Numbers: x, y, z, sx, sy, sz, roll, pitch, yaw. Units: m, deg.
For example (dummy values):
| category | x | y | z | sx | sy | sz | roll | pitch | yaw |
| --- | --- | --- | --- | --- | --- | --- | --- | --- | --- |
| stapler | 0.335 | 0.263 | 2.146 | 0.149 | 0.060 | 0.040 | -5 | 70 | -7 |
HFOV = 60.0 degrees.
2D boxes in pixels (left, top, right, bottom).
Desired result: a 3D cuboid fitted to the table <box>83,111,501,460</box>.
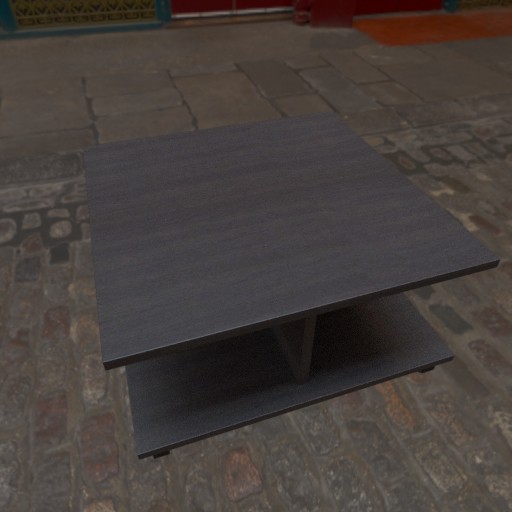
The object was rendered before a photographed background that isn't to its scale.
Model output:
| category | x | y | z | sx | sy | sz | roll | pitch | yaw |
| --- | --- | --- | --- | --- | --- | --- | --- | --- | --- |
| table | 0.000 | 0.000 | 1.183 | 0.762 | 0.396 | 0.762 | -12 | 42 | -14 |
